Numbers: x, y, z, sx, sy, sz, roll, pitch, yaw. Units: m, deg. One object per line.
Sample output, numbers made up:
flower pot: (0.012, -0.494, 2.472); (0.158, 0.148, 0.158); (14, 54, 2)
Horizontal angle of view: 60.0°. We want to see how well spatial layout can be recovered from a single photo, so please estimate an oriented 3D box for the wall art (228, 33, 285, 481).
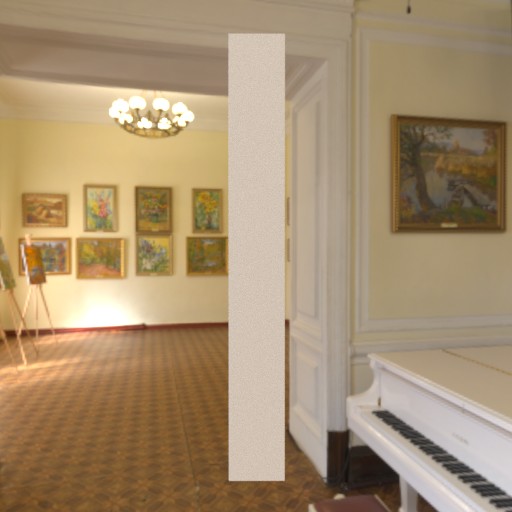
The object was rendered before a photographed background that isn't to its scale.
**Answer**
wall art: (0.000, 0.000, 0.454); (0.038, 0.304, 0.305); (0, 1, 0)
